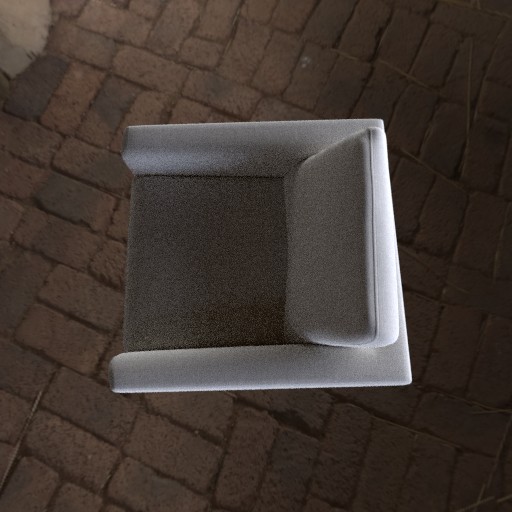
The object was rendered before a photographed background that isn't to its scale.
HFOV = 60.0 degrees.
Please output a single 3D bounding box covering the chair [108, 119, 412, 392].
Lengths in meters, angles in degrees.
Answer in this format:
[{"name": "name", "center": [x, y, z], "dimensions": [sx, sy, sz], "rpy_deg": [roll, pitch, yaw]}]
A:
[{"name": "chair", "center": [0.000, 0.000, 1.873], "dimensions": [1.100, 0.876, 1.070], "rpy_deg": [-1, 75, 0]}]
